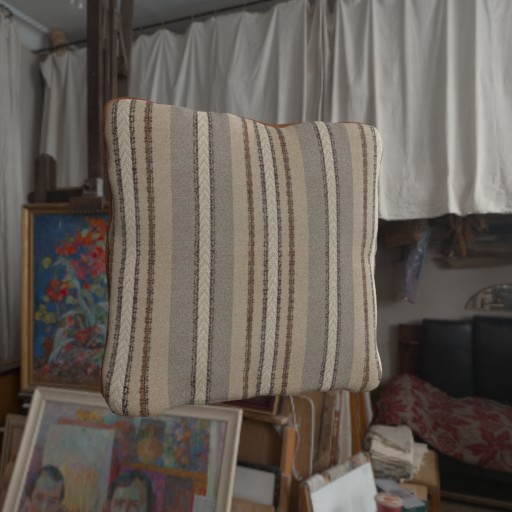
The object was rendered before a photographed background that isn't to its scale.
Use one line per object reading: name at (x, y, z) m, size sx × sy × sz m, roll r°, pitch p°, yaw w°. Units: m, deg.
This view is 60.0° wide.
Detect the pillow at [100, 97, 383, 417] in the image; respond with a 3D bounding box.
pillow at (0.000, 0.000, 0.739) m, size 0.489 × 0.490 × 0.130 m, roll 0°, pitch 0°, yaw -19°
